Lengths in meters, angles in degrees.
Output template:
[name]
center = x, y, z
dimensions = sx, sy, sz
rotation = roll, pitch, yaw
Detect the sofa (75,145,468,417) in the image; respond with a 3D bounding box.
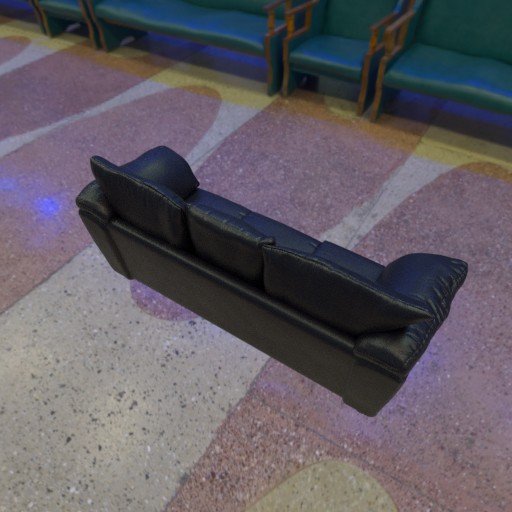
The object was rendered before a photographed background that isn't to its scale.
[sofa]
center = 0.000, 0.000, 2.844
dimensions = 2.336, 1.073, 0.880
rotation = 26, 52, 22
